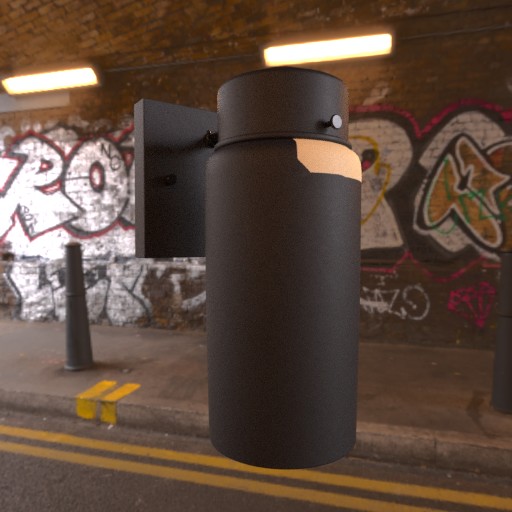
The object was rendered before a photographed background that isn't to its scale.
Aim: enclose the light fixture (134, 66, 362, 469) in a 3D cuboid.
[{"bbox_3d":[0.000,0.000,0.346,0.130,0.257,0.176,-1,2,-35],"label":"light fixture"}]
